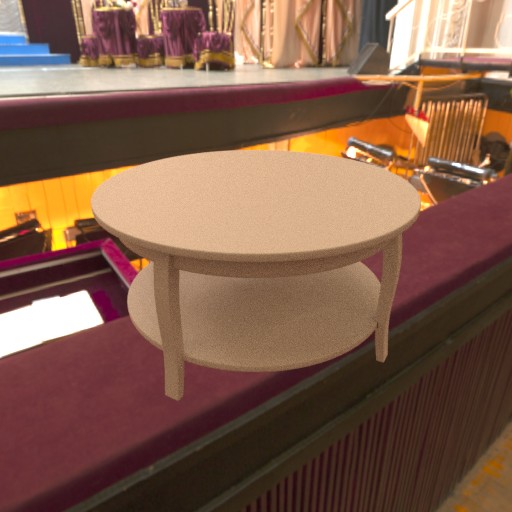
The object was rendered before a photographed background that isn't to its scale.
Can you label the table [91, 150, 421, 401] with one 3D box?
[{"bbox_3d":[0.000,0.000,1.387,0.910,0.457,0.910,0,26,0],"label":"table"}]
